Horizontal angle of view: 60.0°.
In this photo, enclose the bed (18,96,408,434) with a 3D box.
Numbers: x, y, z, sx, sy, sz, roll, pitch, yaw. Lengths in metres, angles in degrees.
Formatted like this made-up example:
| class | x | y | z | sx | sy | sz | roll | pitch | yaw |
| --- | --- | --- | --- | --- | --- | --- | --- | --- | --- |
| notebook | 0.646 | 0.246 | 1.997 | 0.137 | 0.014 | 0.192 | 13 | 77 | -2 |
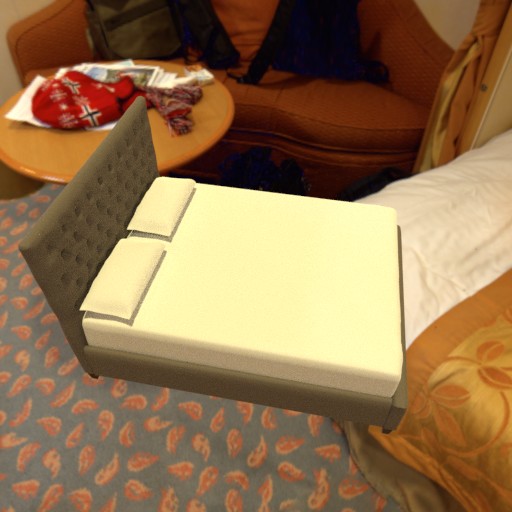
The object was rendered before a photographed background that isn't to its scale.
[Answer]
| class | x | y | z | sx | sy | sz | roll | pitch | yaw |
| --- | --- | --- | --- | --- | --- | --- | --- | --- | --- |
| bed | 0.000 | 0.000 | 3.213 | 2.233 | 1.426 | 1.696 | 8 | 47 | 8 |
